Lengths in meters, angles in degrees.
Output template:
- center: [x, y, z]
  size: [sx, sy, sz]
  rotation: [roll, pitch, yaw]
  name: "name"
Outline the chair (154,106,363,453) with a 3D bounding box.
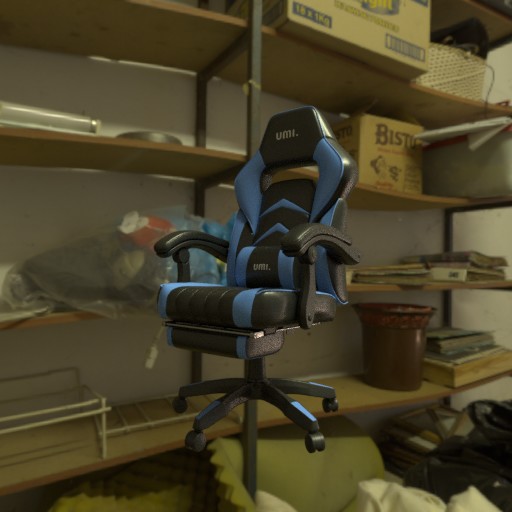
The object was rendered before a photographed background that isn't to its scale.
- center: [0.000, 0.000, 1.717]
  size: [0.700, 1.280, 0.700]
  rotation: [0, -1, 37]
  name: "chair"
